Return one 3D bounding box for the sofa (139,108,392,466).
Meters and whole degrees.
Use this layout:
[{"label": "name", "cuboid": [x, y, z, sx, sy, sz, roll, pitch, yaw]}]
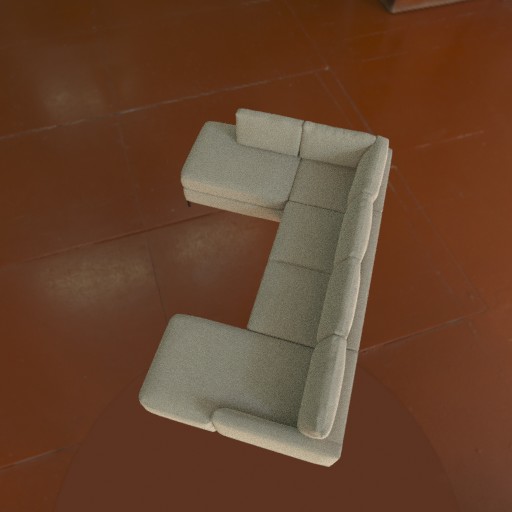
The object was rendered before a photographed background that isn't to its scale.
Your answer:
[{"label": "sofa", "cuboid": [0.000, 0.000, 3.935, 1.989, 0.862, 2.984, 14, 59, 8]}]
